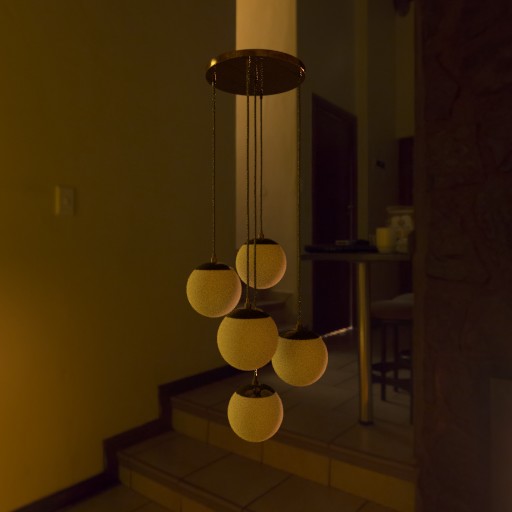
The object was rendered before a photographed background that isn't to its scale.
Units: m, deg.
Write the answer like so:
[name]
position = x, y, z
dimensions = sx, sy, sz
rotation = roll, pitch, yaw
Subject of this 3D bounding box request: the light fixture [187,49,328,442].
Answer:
[light fixture]
position = 0.000, 0.000, 1.528
dimensions = 0.484, 1.271, 0.489
rotation = 0, 0, 18
